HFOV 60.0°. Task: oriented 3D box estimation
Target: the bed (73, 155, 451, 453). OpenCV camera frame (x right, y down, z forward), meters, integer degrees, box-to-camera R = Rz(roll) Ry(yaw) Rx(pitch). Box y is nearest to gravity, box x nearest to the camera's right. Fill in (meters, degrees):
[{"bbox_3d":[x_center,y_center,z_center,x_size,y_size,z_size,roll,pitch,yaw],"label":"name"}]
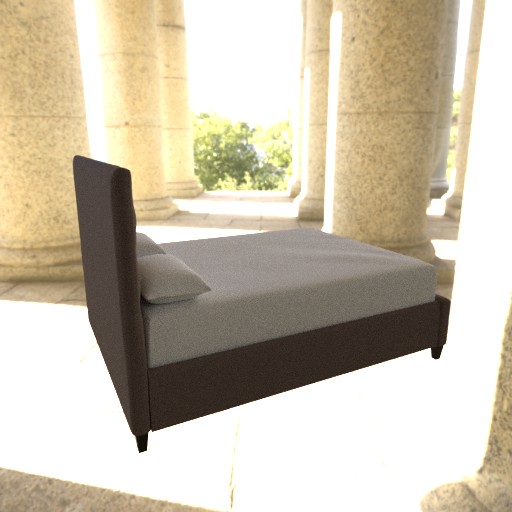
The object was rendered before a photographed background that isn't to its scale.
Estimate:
[{"bbox_3d":[0.000,0.000,3.248,2.233,1.426,1.696,-8,17,-26],"label":"bed"}]
